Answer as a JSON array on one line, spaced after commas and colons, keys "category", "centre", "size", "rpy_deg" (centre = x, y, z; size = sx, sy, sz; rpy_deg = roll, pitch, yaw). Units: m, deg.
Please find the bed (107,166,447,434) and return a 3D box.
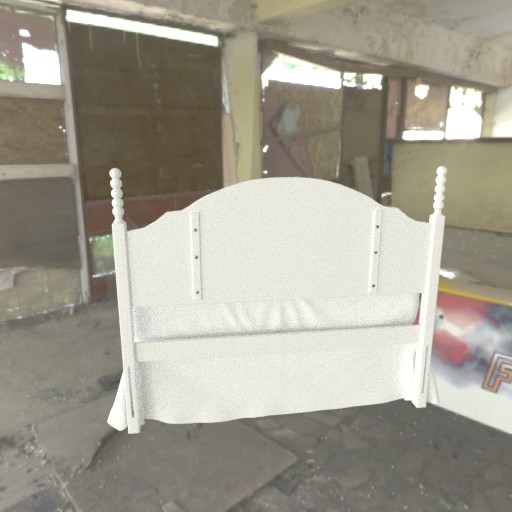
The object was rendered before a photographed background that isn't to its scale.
[{"category": "bed", "centre": [0.000, 0.000, 3.229], "size": [1.873, 1.356, 2.040], "rpy_deg": [-2, 14, -8]}]
